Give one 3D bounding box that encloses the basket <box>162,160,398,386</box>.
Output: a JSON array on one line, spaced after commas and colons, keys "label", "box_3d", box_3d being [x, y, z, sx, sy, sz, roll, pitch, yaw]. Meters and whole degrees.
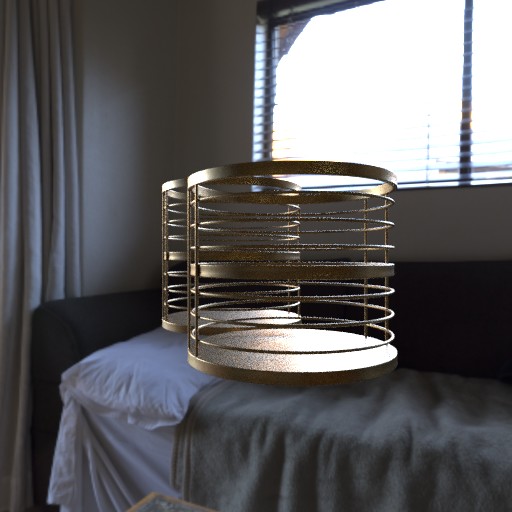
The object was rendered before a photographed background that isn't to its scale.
[{"label": "basket", "box_3d": [0.000, 0.000, 0.959, 0.356, 0.351, 0.746, 0, 0, -18]}]
